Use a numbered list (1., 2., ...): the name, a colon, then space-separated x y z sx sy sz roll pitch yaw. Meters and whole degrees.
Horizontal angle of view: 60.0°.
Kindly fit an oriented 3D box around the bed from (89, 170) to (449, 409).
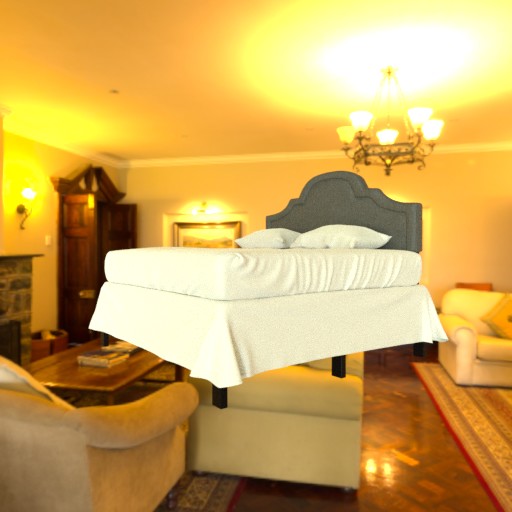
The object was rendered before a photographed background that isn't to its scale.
1. bed: 0.000 0.000 3.800 2.222 1.631 2.303 -1 1 -37
